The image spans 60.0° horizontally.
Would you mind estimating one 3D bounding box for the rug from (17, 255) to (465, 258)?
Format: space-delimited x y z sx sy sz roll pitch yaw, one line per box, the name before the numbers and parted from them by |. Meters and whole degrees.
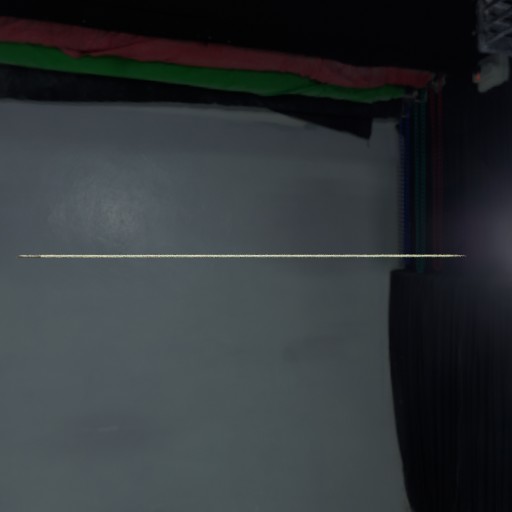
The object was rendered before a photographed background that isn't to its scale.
rug | 0.000 0.000 2.654 2.440 0.013 0.769 0 0 -19
